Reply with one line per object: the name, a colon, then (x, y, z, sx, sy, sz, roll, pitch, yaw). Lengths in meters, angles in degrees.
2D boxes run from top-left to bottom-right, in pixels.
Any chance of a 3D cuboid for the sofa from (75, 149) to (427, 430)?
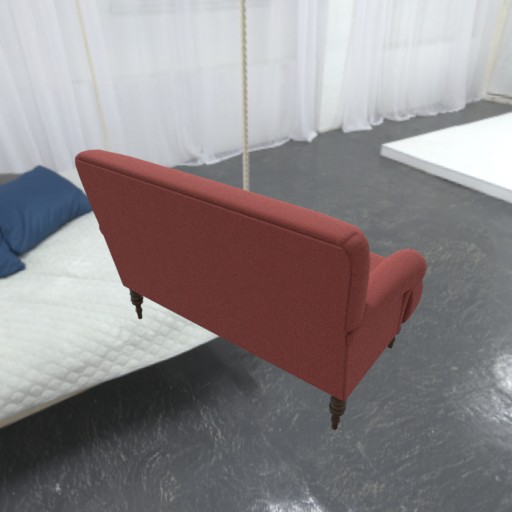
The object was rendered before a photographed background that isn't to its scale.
sofa: (0.000, 0.000, 1.865, 1.297, 0.889, 0.779, 21, 37, 30)
